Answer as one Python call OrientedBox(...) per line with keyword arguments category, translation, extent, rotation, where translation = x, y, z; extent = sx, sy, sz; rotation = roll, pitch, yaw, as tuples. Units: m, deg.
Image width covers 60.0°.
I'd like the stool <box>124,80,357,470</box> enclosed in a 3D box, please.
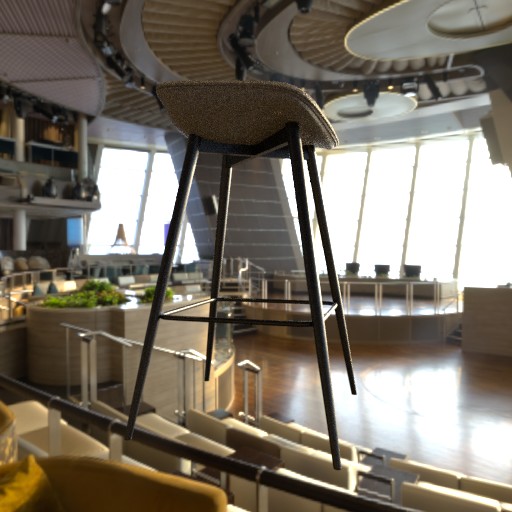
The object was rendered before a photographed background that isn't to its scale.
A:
OrientedBox(category="stool", translation=(0.000, 0.000, 1.136), extent=(0.480, 0.814, 0.469), rotation=(0, 1, 17))
